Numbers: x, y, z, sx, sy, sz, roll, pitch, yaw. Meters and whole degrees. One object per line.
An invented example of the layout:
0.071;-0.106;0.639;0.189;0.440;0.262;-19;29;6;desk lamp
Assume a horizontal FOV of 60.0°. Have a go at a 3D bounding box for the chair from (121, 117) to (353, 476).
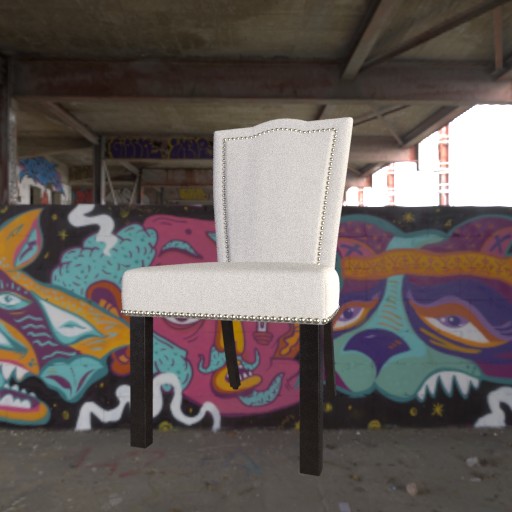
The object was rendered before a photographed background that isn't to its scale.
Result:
0.000;0.000;1.279;0.518;0.946;0.589;0;-1;19;chair
